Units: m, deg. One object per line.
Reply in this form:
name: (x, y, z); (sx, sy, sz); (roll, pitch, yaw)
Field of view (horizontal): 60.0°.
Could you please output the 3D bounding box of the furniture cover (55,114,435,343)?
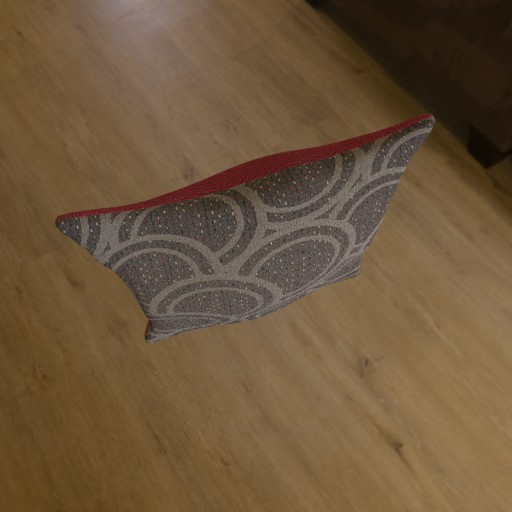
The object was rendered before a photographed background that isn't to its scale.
furniture cover: (0.000, 0.000, 0.792); (0.514, 0.513, 0.163); (-17, 64, -8)
